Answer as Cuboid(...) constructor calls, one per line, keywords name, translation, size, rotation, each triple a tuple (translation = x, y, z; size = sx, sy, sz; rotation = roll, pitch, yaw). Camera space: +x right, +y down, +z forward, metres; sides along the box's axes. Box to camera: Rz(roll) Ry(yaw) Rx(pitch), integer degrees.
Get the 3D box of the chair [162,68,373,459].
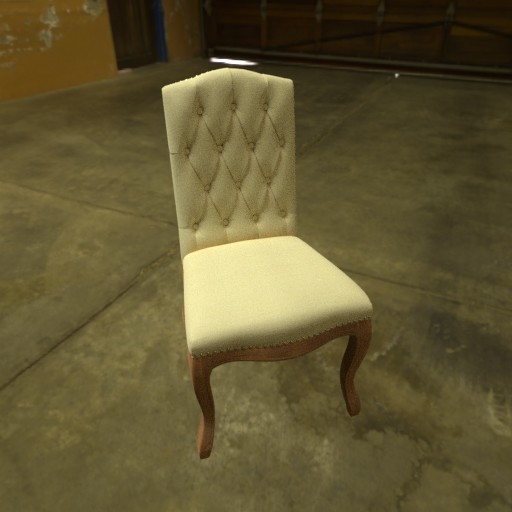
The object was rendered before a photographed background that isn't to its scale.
Cuboid(name="chair", translation=(0.000, 0.000, 1.584), size=(0.623, 1.165, 0.715), rotation=(-10, 32, -15))
